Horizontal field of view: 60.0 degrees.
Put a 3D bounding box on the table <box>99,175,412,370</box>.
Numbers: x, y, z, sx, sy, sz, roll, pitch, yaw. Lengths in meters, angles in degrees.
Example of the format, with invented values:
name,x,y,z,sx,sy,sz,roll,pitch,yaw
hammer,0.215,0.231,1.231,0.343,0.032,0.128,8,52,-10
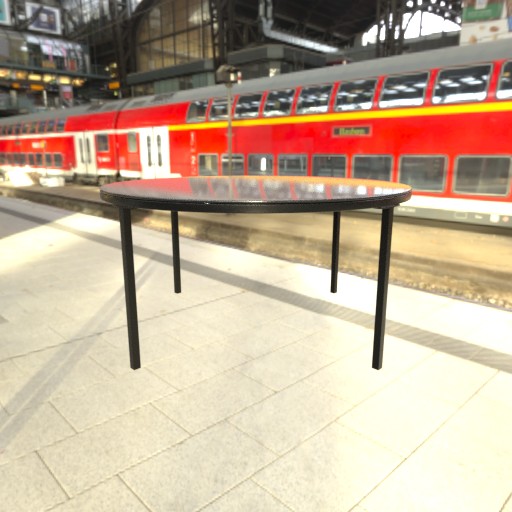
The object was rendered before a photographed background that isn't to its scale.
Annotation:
name,x,y,z,sx,sy,sz,roll,pitch,yaw
table,0.000,0.000,1.243,0.800,0.400,0.800,0,14,0
